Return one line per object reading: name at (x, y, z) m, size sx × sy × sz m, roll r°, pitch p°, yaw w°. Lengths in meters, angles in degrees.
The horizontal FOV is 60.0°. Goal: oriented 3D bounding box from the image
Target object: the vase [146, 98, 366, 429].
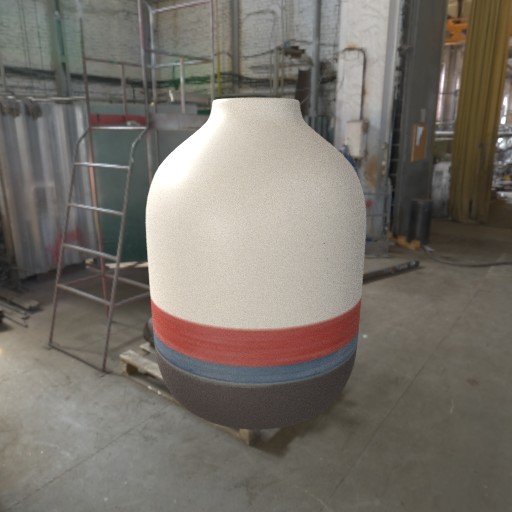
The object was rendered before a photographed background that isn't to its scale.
vase at (0.000, 0.000, 0.357) m, size 0.169 × 0.237 × 0.169 m, roll 0°, pitch 16°, yaw 0°
